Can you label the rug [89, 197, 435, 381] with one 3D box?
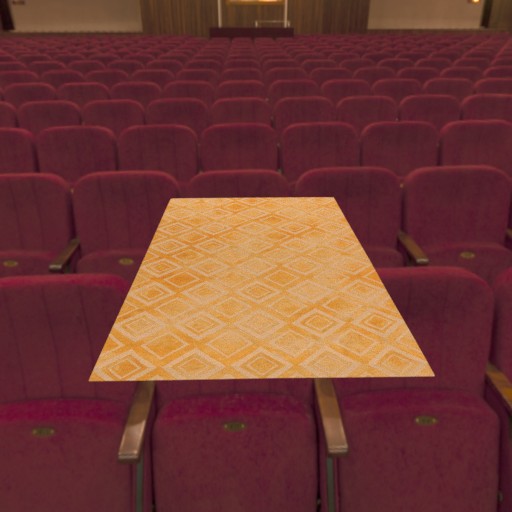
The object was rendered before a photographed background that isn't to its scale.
[{"bbox_3d":[0.000,0.000,3.015,1.511,0.010,2.424,-1,26,-1],"label":"rug"}]
